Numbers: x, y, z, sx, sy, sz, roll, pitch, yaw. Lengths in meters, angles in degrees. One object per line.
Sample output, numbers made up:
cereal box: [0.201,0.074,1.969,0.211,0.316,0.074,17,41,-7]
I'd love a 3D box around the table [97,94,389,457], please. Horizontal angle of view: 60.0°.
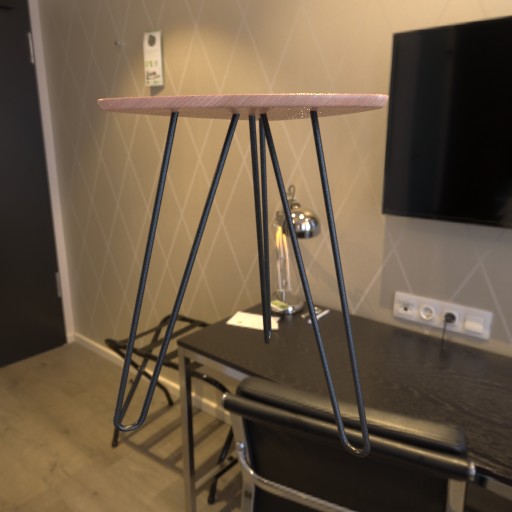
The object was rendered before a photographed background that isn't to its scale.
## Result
table: [0.000,0.000,0.883,0.442,0.564,0.455,2,15,9]
